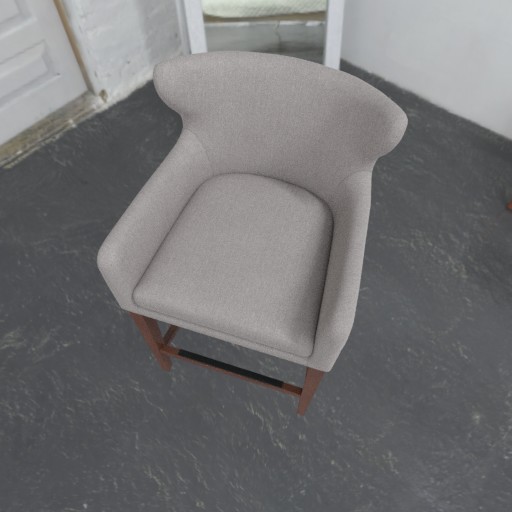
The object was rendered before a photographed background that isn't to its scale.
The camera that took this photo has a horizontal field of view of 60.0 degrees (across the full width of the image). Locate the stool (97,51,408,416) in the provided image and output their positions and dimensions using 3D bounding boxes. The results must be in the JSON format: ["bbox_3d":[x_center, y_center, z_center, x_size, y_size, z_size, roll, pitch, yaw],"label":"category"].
[{"bbox_3d":[0.000,0.000,1.278,0.575,0.951,0.575,15,60,9],"label":"stool"}]
